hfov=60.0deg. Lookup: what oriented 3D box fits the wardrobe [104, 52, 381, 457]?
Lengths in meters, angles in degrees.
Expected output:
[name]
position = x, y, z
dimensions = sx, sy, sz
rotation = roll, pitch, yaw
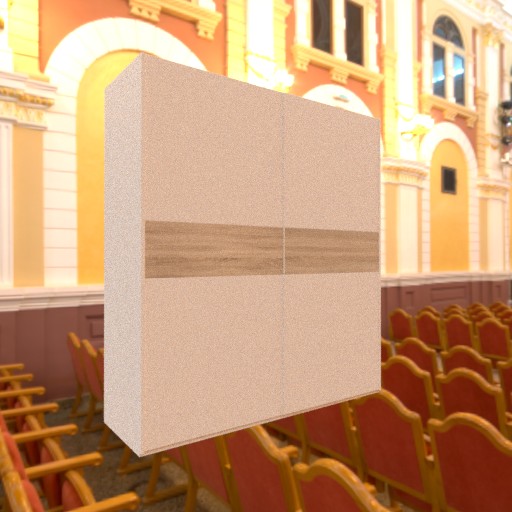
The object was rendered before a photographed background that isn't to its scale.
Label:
[wardrobe]
position = 0.000, 0.000, 2.972
dimensions = 1.830, 2.020, 0.600
rotation = 0, 0, -36
